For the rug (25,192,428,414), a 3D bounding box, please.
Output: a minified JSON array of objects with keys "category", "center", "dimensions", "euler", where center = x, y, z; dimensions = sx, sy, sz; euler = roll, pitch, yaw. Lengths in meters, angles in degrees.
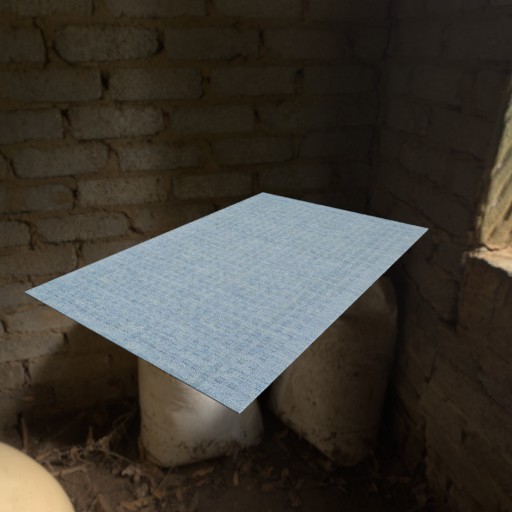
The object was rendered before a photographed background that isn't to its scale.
[{"category":"rug","center":[0.000,0.000,2.894],"dimensions":[1.522,0.006,2.286],"euler":[18,31,32]}]
